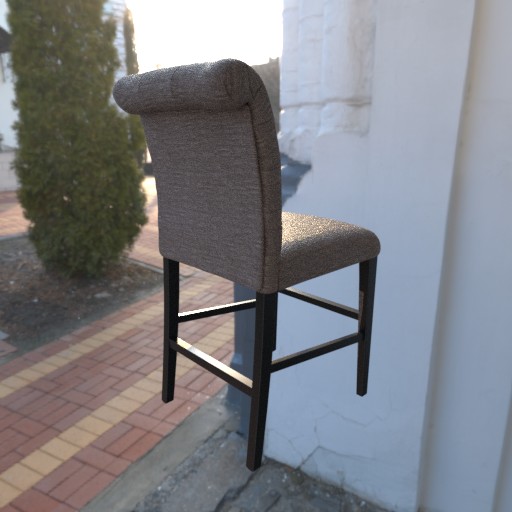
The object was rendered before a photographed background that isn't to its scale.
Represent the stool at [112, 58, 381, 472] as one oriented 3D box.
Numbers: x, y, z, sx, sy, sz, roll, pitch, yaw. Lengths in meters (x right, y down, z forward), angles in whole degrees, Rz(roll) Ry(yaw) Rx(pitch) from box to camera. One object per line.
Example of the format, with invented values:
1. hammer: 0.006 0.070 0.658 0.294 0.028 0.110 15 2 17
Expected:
1. stool: 0.000 0.000 1.280 0.611 0.970 0.457 -15 21 -41
